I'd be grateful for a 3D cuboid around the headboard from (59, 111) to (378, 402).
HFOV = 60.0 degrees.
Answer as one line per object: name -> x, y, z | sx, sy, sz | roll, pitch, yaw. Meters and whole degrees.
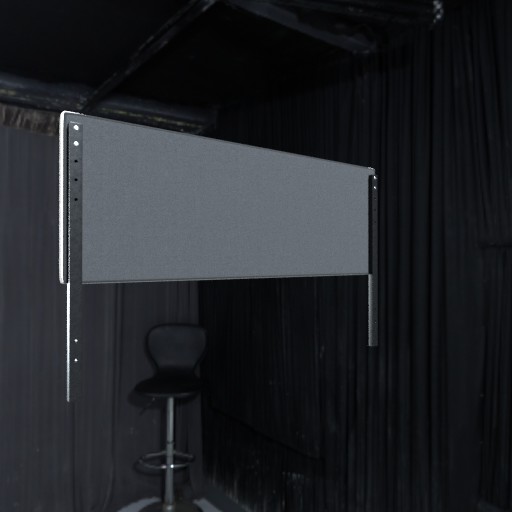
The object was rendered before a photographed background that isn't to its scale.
headboard -> 0.000, 0.000, 2.855 | 2.362, 1.410, 0.120 | 0, 0, -37
